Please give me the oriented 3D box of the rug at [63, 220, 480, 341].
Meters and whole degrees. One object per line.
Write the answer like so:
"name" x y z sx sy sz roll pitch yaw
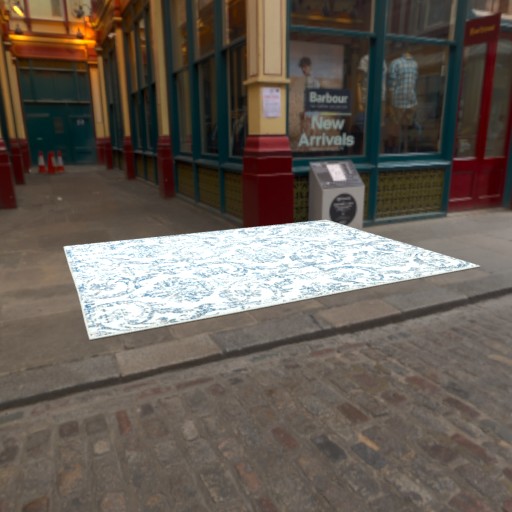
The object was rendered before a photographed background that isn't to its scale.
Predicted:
"rug" 0.000 0.000 2.851 2.197 0.014 1.586 -8 17 -25
